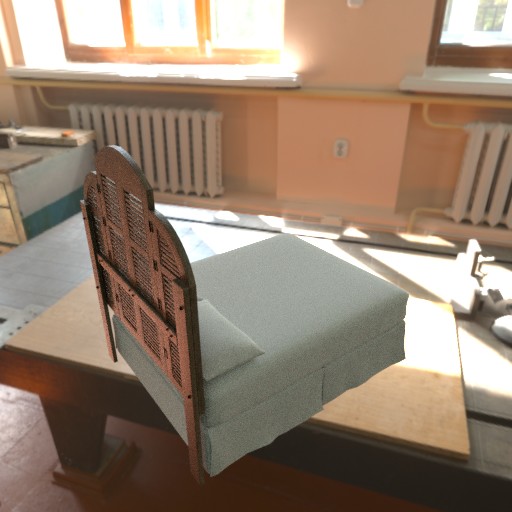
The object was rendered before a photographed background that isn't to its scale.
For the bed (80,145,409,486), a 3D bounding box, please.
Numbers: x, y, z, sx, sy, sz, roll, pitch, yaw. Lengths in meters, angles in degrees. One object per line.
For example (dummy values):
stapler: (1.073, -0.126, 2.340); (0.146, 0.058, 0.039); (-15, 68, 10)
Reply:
bed: (0.000, 0.000, 3.541); (2.138, 2.019, 1.713); (-19, 33, -32)
